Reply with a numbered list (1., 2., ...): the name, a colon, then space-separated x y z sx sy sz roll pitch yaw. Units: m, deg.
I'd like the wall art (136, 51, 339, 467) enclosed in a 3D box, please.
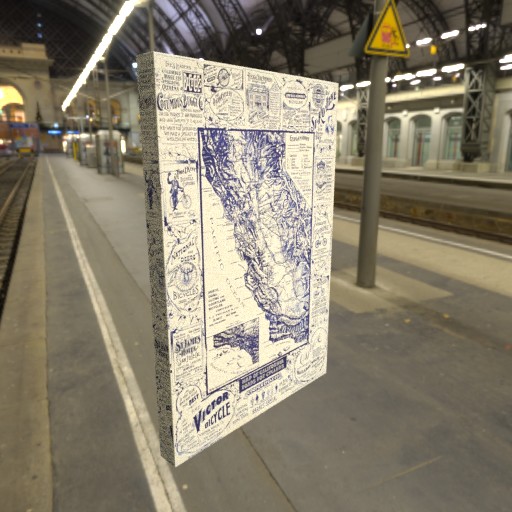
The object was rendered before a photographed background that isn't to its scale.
1. wall art: 0.000 0.000 0.485 0.025 0.376 0.255 13 19 42
